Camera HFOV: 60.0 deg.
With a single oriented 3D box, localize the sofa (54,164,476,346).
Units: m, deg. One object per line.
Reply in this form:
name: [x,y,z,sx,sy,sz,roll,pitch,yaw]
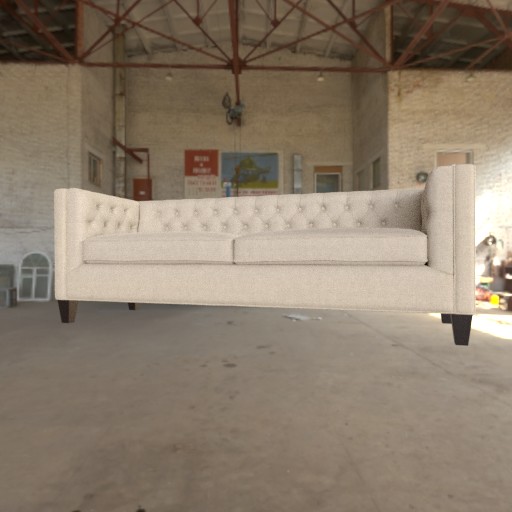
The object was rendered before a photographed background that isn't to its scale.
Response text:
sofa: [0.000,0.000,2.523,2.159,0.762,0.775,0,0,18]
